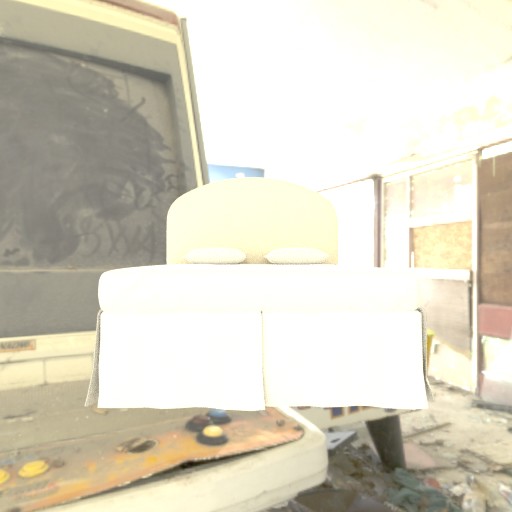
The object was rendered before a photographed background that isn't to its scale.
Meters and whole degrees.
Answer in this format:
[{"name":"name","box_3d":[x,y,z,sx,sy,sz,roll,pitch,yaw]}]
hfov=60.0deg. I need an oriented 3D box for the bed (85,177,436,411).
[{"name":"bed","box_3d":[0.000,0.000,2.977,1.607,1.410,2.005,0,0,-2]}]
